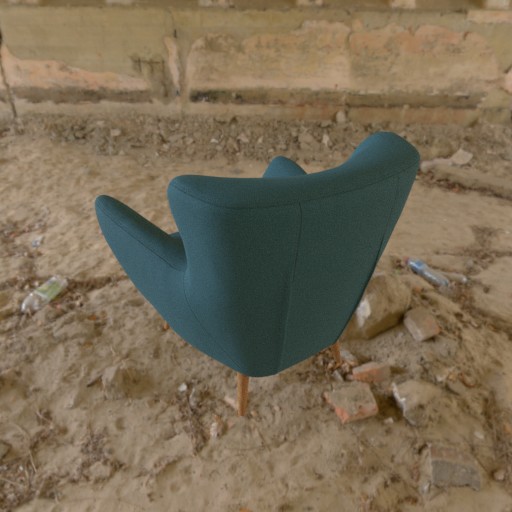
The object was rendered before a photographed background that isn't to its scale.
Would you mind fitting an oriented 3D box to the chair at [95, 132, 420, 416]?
[{"bbox_3d":[0.000,0.000,1.615,0.890,0.889,0.889,-19,35,-29],"label":"chair"}]
